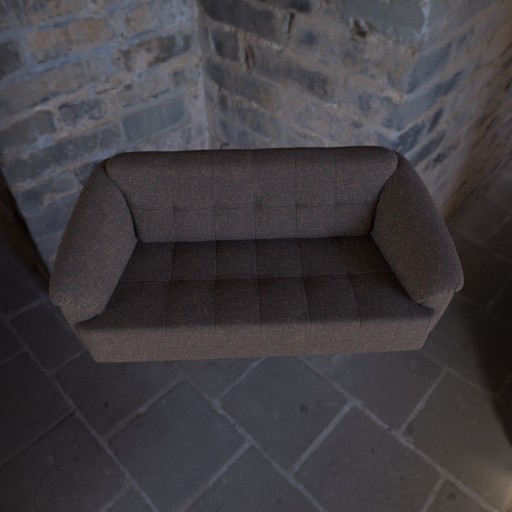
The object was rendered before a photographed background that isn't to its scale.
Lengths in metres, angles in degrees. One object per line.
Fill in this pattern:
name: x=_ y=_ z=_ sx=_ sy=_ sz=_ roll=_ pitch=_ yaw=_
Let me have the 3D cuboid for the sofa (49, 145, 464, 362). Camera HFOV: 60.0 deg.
sofa: x=0.000 y=0.000 z=2.298 sx=1.849 sy=0.790 sz=0.887 roll=-2 pitch=46 yaw=-2
